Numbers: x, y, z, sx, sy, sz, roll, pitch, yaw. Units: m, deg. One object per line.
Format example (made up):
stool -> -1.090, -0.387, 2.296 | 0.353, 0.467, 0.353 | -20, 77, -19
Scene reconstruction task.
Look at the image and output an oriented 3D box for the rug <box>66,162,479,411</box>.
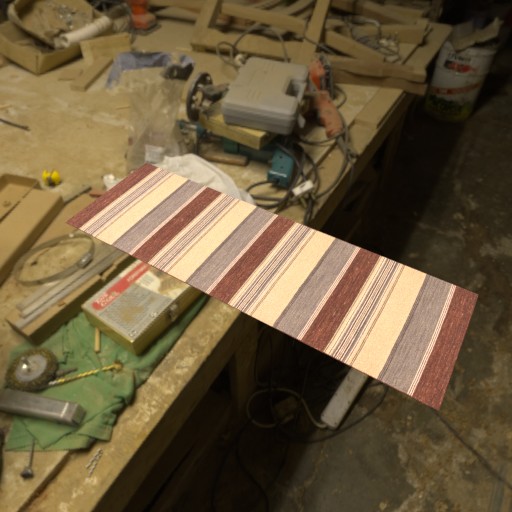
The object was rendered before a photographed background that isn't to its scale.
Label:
rug -> 0.000, 0.000, 2.689 | 2.437, 0.006, 0.792 | 24, 51, 21
